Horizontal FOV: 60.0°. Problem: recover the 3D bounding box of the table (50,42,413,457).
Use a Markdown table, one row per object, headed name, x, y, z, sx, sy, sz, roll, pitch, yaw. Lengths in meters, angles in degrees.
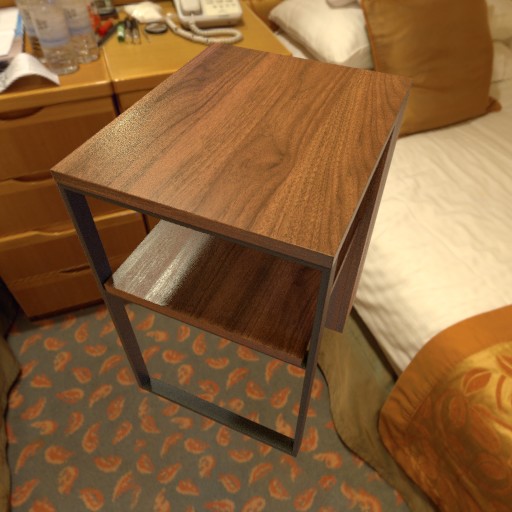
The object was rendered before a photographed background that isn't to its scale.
| name | x | y | z | sx | sy | sz | roll | pitch | yaw |
| --- | --- | --- | --- | --- | --- | --- | --- | --- | --- |
| table | 0.000 | 0.000 | 1.523 | 0.660 | 1.041 | 0.786 | 18 | 49 | 16 |
